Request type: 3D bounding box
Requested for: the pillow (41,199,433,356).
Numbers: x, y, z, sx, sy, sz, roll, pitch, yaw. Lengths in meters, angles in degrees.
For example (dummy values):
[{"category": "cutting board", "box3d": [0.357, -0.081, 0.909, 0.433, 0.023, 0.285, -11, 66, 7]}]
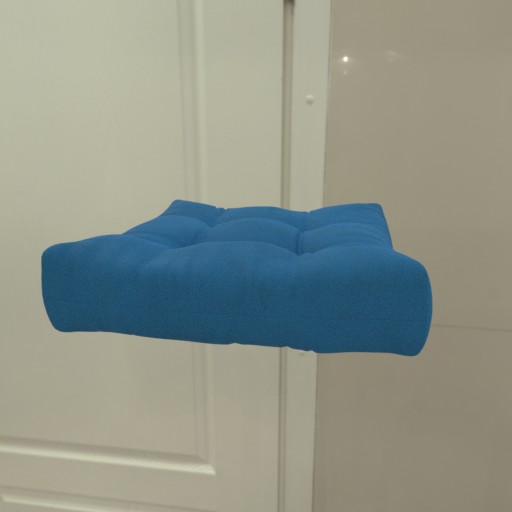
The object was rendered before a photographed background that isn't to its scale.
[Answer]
[{"category": "pillow", "box3d": [0.000, 0.000, 0.724, 0.468, 0.128, 0.490, 2, 15, 9]}]
